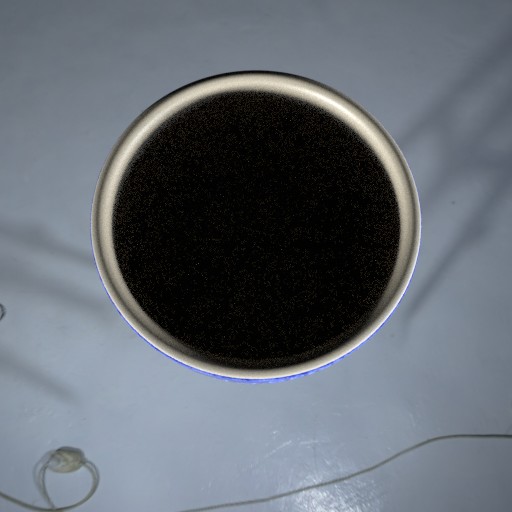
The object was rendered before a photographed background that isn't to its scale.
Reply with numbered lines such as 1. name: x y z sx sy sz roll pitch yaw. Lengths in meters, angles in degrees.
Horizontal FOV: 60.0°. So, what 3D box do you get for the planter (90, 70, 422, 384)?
1. planter: 0.000 0.000 0.197 0.109 0.112 0.109 0 74 0
